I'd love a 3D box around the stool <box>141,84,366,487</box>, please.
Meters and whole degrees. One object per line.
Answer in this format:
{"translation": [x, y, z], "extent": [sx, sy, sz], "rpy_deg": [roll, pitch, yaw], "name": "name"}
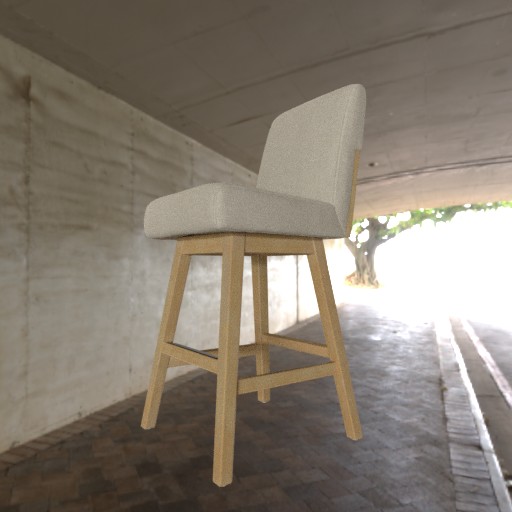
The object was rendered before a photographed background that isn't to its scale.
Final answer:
{"translation": [0.000, 0.000, 1.292], "extent": [0.543, 1.015, 0.446], "rpy_deg": [1, -2, -36], "name": "stool"}
